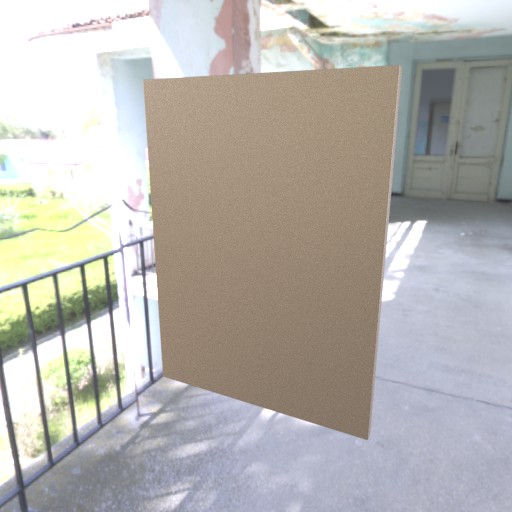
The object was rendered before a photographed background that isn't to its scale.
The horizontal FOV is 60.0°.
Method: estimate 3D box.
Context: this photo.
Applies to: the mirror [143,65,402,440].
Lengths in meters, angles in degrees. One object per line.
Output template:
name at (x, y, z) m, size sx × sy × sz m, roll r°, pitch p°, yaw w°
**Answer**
mirror at (0.000, 0.000, 1.339) m, size 0.756 × 1.023 × 0.032 m, roll 8°, pitch 18°, yaw 26°
